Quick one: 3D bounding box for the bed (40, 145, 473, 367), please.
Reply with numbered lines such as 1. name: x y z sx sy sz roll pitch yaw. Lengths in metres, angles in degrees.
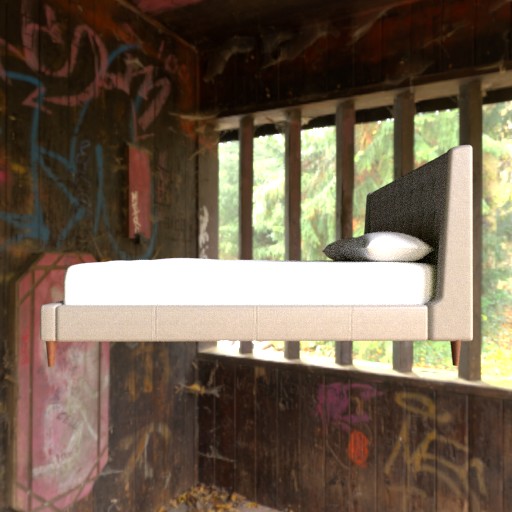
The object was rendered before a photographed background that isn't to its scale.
1. bed: 0.000 0.000 3.091 2.232 1.147 1.656 0 0 -1
